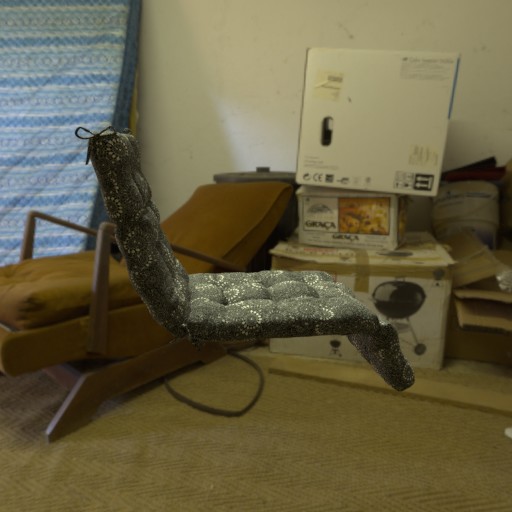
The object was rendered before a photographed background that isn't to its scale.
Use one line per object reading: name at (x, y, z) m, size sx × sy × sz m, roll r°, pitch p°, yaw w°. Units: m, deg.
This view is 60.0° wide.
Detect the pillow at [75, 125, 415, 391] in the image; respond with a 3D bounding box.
pillow at (0.000, 0.000, 1.535) m, size 1.016 × 0.863 × 0.526 m, roll -2°, pitch 14°, yaw -9°
